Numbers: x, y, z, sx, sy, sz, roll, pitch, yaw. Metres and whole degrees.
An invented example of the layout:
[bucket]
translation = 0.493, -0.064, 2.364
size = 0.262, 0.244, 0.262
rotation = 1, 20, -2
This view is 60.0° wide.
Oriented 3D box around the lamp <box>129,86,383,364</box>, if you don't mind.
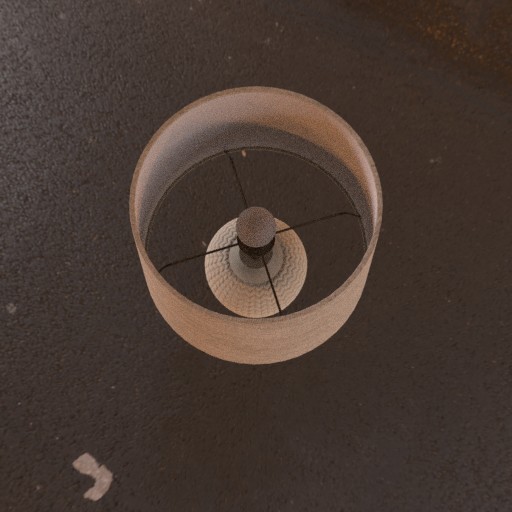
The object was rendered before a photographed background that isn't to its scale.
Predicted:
[lamp]
translation = 0.000, 0.000, 0.819
size = 0.390, 0.580, 0.390
rotation = 0, 76, 0
